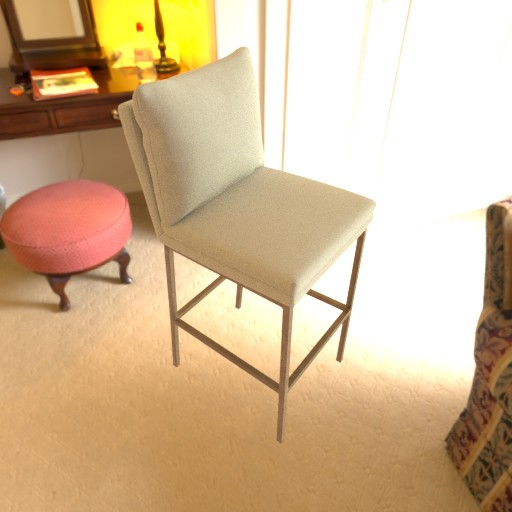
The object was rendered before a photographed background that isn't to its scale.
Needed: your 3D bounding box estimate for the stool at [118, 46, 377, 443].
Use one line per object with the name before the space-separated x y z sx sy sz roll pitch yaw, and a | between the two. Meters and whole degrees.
stool | 0.000 0.000 1.431 0.572 1.125 0.463 25 46 27
